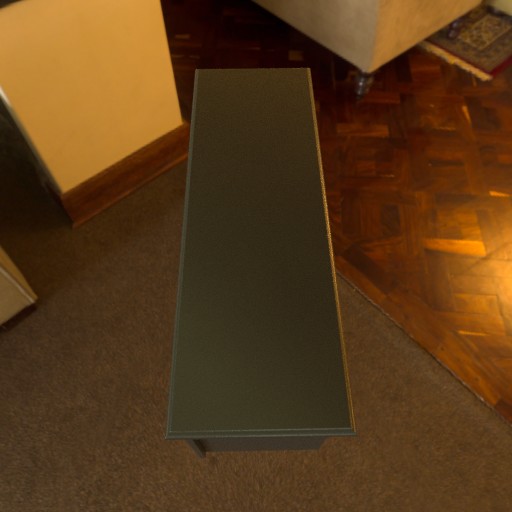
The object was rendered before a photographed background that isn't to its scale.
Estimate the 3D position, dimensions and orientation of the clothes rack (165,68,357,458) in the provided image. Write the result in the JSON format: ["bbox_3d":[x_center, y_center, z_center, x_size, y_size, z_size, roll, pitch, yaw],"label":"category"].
[{"bbox_3d":[0.000,0.000,1.477,0.406,0.556,1.219,-1,59,-1],"label":"clothes rack"}]
